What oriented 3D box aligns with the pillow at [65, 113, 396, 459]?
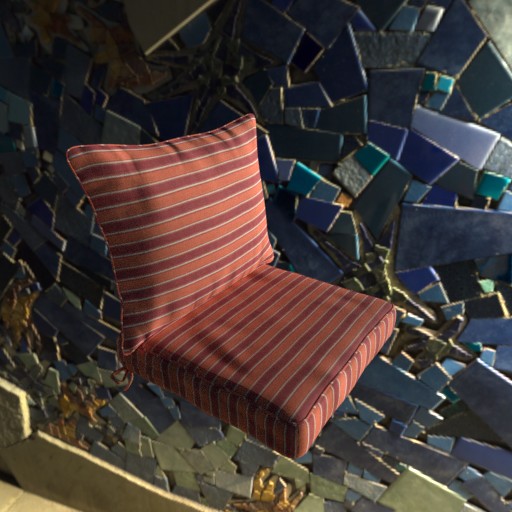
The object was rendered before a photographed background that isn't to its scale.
[{"bbox_3d":[0.000,0.000,1.360,0.733,0.723,0.799,17,30,31],"label":"pillow"}]
